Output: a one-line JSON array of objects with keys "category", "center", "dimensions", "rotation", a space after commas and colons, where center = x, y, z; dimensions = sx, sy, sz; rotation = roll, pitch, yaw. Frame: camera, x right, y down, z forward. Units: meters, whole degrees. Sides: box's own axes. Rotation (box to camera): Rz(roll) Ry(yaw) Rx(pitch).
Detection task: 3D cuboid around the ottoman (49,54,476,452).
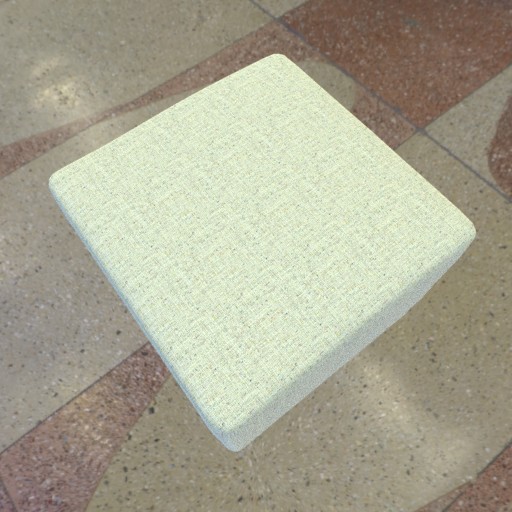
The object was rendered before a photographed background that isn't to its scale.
[{"category": "ottoman", "center": [0.000, 0.000, 0.884], "dimensions": [0.512, 0.453, 0.521], "rotation": [-35, 69, -15]}]
